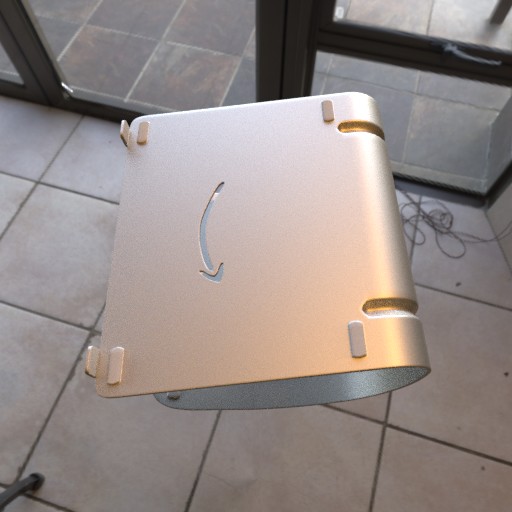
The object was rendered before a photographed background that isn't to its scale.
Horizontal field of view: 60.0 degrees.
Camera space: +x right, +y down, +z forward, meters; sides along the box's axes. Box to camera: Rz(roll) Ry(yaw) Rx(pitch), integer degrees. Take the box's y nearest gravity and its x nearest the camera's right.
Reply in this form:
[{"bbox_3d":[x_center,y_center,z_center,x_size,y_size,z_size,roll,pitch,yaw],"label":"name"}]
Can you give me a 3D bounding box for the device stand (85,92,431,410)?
[{"bbox_3d":[0.000,0.000,0.399,0.236,0.155,0.256,-1,63,-1],"label":"device stand"}]
